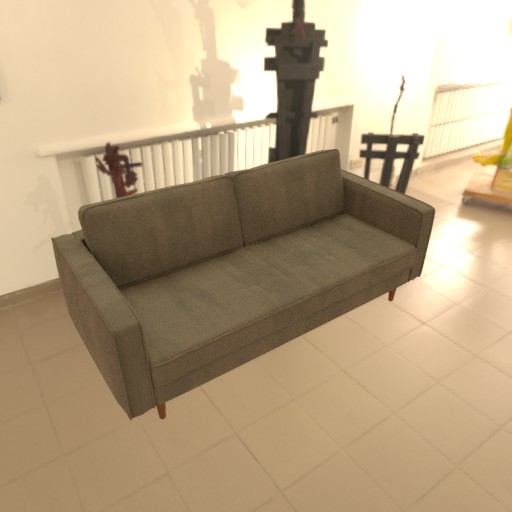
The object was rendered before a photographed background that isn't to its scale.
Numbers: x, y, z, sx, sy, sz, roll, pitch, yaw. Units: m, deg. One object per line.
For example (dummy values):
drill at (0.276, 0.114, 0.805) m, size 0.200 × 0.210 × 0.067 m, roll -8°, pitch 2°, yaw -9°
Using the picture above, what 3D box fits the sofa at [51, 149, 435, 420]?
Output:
sofa at (0.000, 0.000, 2.468) m, size 1.920 × 0.825 × 0.924 m, roll -20°, pitch 36°, yaw -30°
